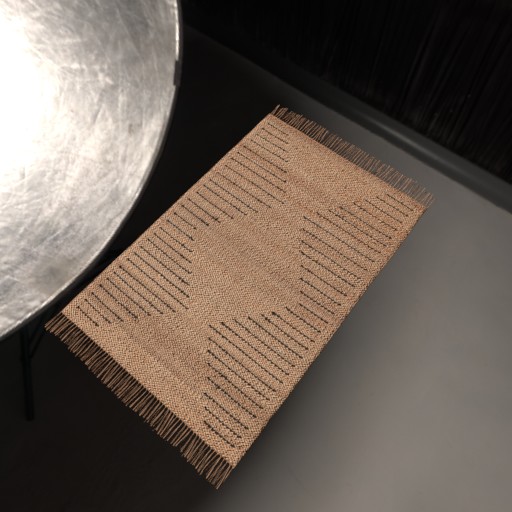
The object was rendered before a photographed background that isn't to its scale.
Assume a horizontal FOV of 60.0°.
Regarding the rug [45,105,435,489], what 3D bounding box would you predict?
[{"bbox_3d":[0.000,0.000,2.543,1.224,0.027,2.085,36,69,16],"label":"rug"}]
